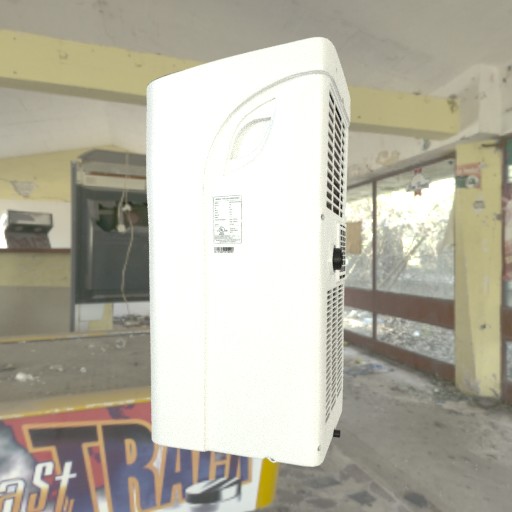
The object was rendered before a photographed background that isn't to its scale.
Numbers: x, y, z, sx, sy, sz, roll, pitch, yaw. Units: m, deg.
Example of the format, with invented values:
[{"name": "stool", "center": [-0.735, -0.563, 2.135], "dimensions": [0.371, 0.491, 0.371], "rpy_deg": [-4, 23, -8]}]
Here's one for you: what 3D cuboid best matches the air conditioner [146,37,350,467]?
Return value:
[{"name": "air conditioner", "center": [0.000, 0.000, 0.911], "dimensions": [0.369, 0.716, 0.352], "rpy_deg": [0, 0, 18]}]
